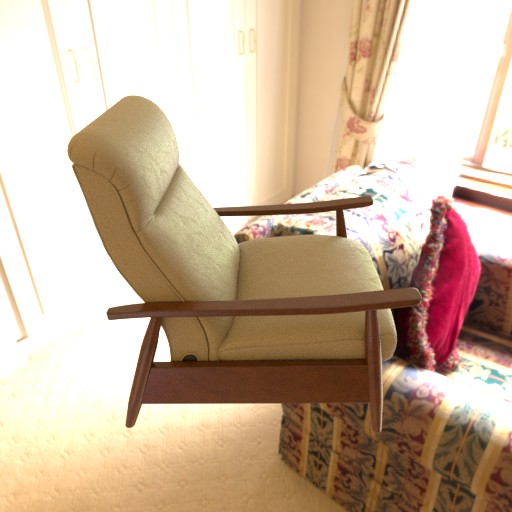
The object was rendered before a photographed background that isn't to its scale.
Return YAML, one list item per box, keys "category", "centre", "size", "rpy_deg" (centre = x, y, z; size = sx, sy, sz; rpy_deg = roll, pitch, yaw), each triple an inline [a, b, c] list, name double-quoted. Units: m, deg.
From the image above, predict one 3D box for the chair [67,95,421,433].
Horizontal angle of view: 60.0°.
- category: "chair"
  centre: [0.000, 0.000, 1.696]
  size: [1.014, 1.082, 0.762]
  rpy_deg: [1, 31, 1]
